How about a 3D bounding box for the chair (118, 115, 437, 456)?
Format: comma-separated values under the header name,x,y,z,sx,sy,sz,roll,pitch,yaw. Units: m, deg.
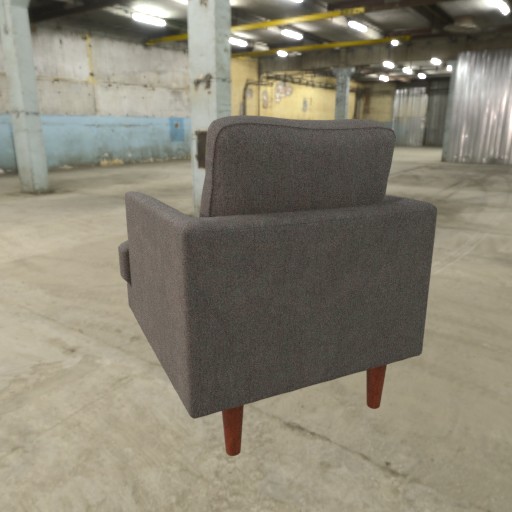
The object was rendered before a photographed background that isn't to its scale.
name,x,y,z,sx,sy,sz,roll,pitch,yaw
chair,0.000,0.000,1.627,0.858,0.957,0.899,-7,17,-25
